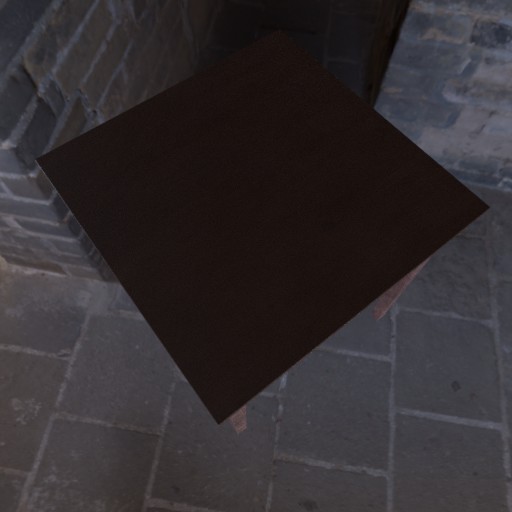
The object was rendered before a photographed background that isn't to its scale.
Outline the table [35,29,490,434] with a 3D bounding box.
[{"bbox_3d":[0.000,0.000,1.367,0.749,0.770,0.749,-35,69,-16],"label":"table"}]
